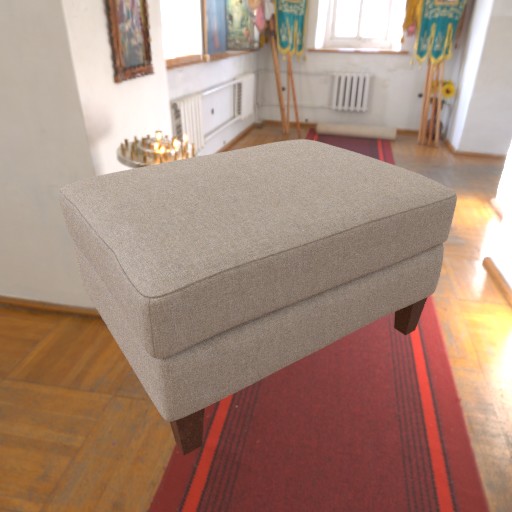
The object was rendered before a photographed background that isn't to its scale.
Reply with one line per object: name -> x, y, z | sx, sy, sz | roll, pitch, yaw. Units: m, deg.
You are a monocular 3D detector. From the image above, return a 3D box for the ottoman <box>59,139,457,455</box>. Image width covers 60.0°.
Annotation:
ottoman -> 0.000, 0.000, 1.288 | 0.898, 0.519, 0.677 | -18, 34, -29
